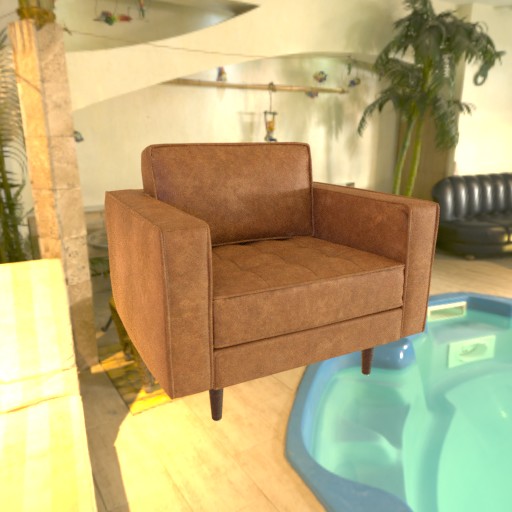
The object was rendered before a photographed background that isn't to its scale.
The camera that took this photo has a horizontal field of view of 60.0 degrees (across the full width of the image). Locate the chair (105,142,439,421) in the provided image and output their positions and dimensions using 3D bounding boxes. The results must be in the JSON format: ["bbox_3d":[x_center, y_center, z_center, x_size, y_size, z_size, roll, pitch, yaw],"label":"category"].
[{"bbox_3d":[0.000,0.000,1.555,0.928,0.767,0.798,-8,17,-26],"label":"chair"}]
